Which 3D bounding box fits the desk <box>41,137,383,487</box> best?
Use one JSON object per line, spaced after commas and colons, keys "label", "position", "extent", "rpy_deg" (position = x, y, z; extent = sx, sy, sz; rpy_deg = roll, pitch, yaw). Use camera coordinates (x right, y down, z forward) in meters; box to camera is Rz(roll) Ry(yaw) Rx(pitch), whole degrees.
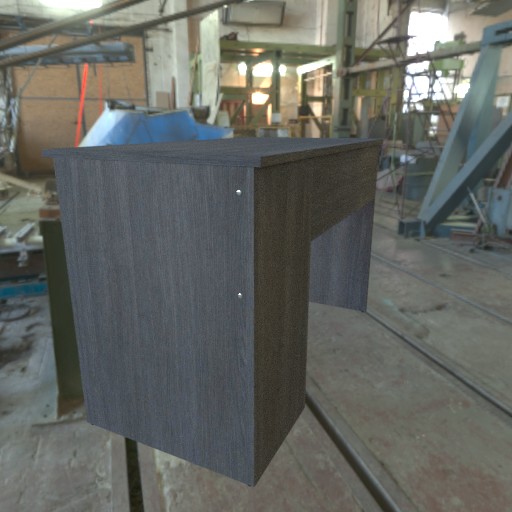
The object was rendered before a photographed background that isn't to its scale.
{"label": "desk", "position": [0.000, 0.000, 1.472], "extent": [0.560, 0.730, 1.096], "rpy_deg": [8, 18, 25]}
